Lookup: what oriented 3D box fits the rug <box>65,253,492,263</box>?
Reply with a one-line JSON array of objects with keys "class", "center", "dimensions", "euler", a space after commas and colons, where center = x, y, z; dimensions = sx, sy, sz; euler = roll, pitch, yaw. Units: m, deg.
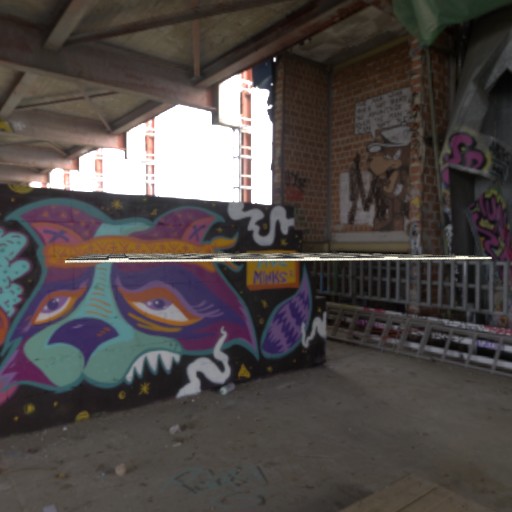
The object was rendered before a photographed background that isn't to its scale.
[{"class": "rug", "center": [0.000, 0.000, 4.145], "dimensions": [3.049, 0.021, 2.466], "euler": [0, 1, -17]}]
